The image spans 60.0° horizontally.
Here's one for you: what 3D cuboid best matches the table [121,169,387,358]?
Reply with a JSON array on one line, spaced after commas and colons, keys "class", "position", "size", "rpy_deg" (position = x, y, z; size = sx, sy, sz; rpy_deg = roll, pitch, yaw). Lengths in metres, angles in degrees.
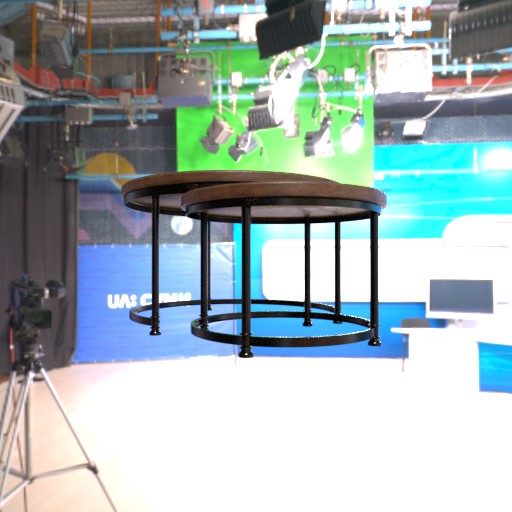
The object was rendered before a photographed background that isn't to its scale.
[{"class": "table", "position": [0.000, 0.000, 1.645], "size": [0.870, 0.516, 1.152], "rpy_deg": [0, 0, -35]}]
